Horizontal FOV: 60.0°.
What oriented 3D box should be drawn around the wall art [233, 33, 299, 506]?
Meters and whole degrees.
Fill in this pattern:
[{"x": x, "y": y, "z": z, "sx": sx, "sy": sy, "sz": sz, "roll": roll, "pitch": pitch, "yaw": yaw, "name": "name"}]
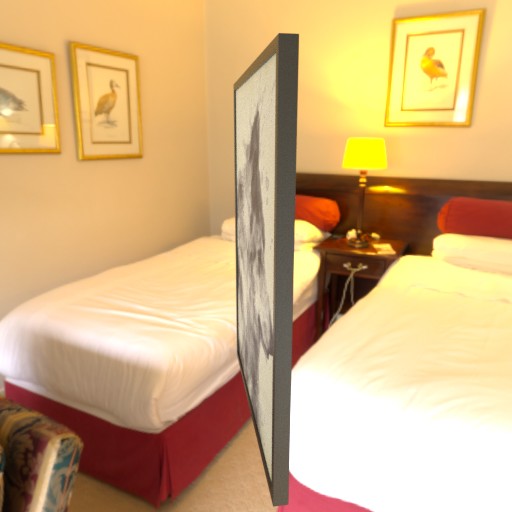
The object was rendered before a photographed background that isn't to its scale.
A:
[{"x": 0.000, "y": 0.000, "z": 1.339, "sx": 0.039, "sy": 1.061, "sz": 0.804, "roll": -2, "pitch": 15, "yaw": -8, "name": "wall art"}]
